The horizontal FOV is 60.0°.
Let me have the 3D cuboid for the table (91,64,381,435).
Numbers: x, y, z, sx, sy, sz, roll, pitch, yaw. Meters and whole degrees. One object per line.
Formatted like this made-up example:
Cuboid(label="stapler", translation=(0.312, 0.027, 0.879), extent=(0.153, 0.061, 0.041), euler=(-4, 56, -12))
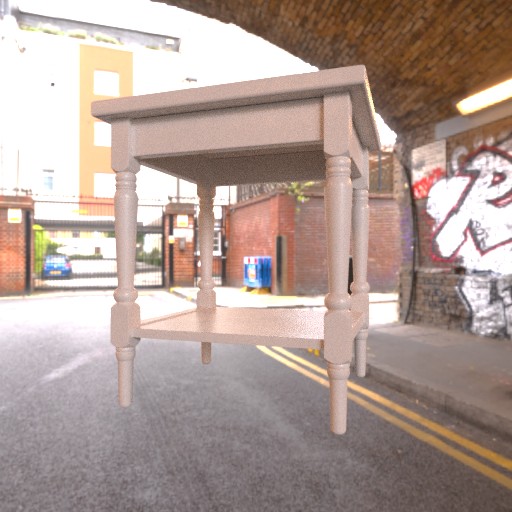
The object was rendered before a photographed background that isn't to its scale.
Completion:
Cuboid(label="table", translation=(0.000, 0.000, 0.937), extent=(0.488, 0.565, 0.442), euler=(0, 0, 19))
